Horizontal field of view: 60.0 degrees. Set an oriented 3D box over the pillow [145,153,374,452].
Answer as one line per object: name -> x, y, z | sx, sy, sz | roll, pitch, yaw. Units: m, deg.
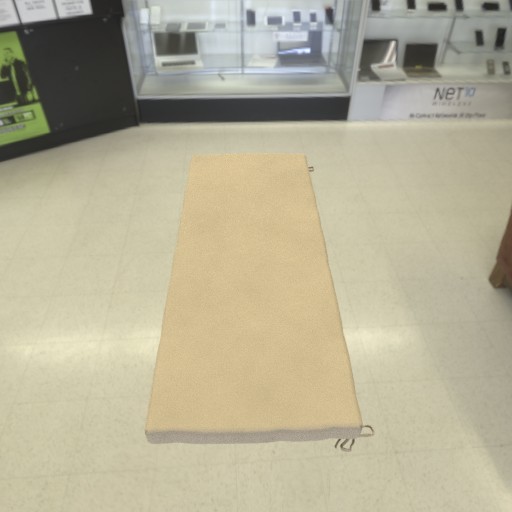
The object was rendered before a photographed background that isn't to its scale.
pillow -> 0.000, 0.000, 1.350 | 0.492, 0.081, 1.187 | -1, 42, -1
